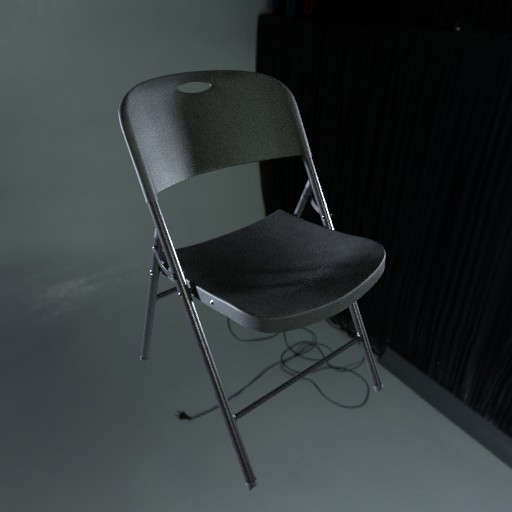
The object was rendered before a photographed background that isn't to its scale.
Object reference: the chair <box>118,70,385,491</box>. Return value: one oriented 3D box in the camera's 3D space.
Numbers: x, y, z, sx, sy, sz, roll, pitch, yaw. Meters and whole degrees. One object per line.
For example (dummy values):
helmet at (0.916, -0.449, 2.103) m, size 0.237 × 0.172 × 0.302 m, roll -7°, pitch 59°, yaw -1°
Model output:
chair at (0.000, 0.000, 1.121) m, size 0.494 × 0.810 × 0.566 m, roll -22°, pitch 37°, yaw -33°
